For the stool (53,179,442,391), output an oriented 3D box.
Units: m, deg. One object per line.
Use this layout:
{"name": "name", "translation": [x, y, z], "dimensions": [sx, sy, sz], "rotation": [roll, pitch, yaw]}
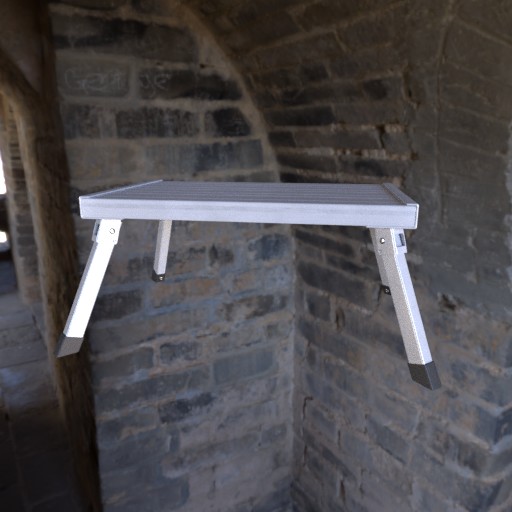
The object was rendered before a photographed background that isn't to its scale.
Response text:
{"name": "stool", "translation": [0.000, 0.000, 0.744], "dimensions": [0.535, 0.225, 0.385], "rotation": [2, 15, 9]}
